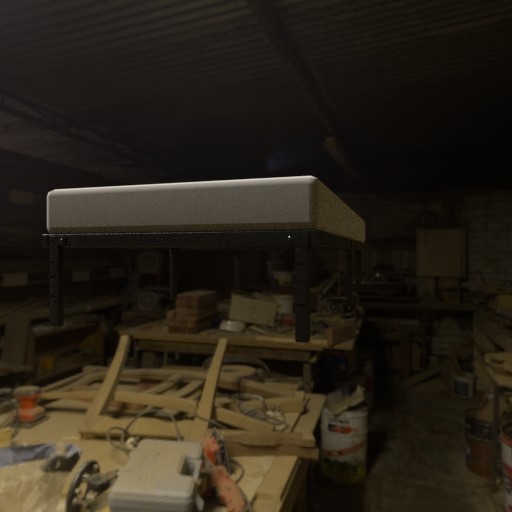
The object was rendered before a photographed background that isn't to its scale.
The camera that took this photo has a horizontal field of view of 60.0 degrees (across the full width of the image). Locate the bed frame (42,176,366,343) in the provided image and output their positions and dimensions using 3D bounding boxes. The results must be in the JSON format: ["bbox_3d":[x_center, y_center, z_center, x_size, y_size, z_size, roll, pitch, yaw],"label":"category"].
[{"bbox_3d":[0.000,0.000,3.231,1.393,0.680,2.635,0,0,18],"label":"bed frame"}]
